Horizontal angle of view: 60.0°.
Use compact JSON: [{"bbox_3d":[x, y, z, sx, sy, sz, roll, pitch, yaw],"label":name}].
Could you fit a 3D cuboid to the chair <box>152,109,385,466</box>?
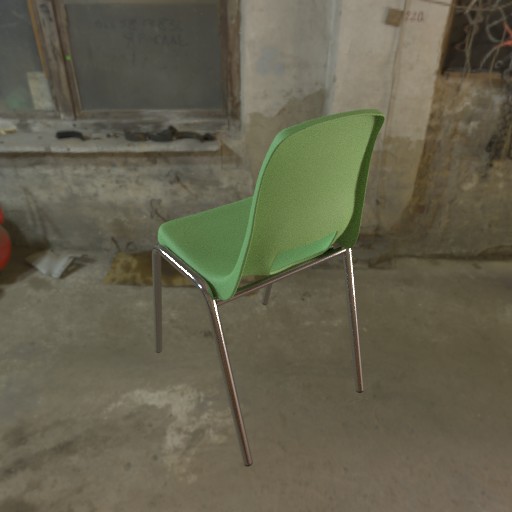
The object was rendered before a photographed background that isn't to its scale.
[{"bbox_3d":[0.000,0.000,0.975,0.381,0.704,0.436,-21,38,-29],"label":"chair"}]
